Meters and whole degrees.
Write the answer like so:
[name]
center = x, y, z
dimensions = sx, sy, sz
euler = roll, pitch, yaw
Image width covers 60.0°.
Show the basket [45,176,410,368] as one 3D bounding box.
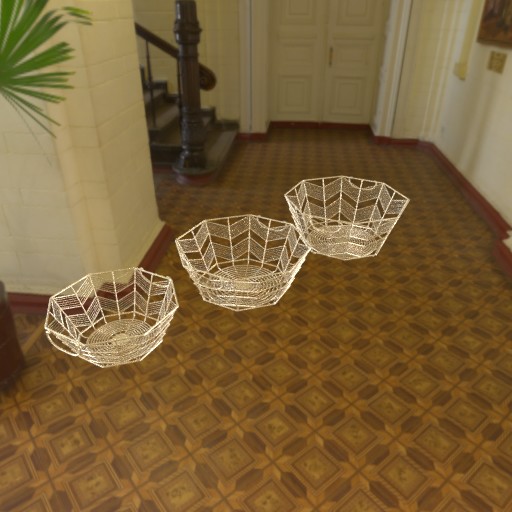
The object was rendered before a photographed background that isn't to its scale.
[basket]
center = 0.000, 0.000, 1.368
dimensions = 1.246, 0.178, 0.432
euler = -22, 37, -33
